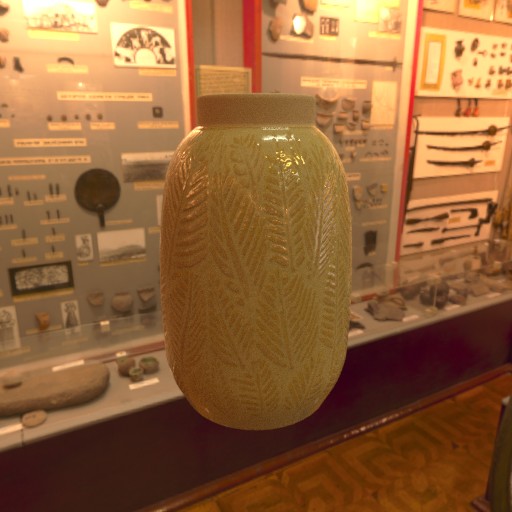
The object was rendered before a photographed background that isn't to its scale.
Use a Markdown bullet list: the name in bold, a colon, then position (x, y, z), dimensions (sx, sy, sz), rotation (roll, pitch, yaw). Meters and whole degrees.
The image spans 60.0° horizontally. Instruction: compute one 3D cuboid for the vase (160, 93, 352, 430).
- **vase**: position (0.000, 0.000, 0.398), dimensions (0.172, 0.270, 0.172), rotation (0, 17, 0)
